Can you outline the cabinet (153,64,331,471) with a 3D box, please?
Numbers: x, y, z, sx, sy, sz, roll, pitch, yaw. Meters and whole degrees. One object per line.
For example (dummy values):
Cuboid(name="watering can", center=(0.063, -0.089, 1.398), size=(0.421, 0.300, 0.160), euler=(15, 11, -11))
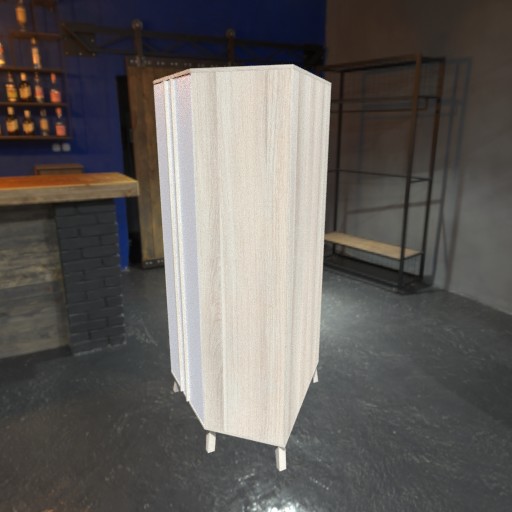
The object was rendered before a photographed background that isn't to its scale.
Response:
Cuboid(name="cabinet", center=(0.000, 0.000, 2.636), size=(0.969, 1.957, 1.272), euler=(-8, 19, -25))
